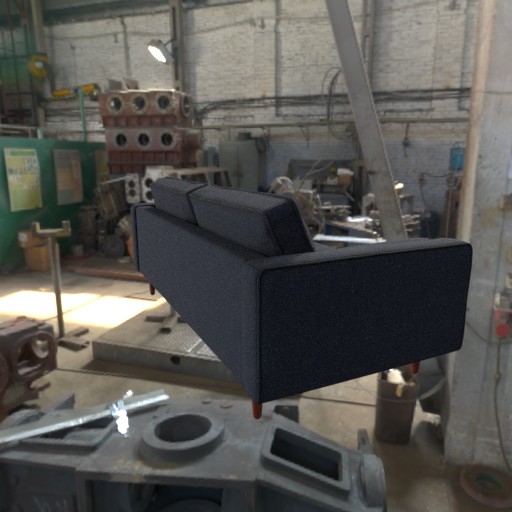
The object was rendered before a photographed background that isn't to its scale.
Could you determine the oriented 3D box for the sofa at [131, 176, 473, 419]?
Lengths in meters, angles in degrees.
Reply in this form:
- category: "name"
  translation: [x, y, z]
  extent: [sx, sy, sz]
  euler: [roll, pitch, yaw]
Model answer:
- category: "sofa"
  translation: [0.000, 0.000, 2.294]
  extent: [0.914, 0.762, 1.880]
  euler: [-6, 14, -25]
